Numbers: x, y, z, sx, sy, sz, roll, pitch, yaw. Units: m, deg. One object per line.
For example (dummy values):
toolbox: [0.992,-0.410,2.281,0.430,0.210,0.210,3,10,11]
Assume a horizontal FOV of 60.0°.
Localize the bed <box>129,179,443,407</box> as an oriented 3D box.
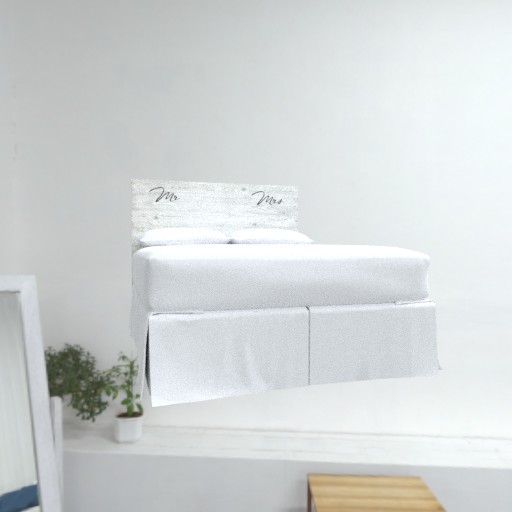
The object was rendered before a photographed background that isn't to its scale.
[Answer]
bed: [0.000,0.000,3.228,1.745,1.335,2.094,0,1,-17]
